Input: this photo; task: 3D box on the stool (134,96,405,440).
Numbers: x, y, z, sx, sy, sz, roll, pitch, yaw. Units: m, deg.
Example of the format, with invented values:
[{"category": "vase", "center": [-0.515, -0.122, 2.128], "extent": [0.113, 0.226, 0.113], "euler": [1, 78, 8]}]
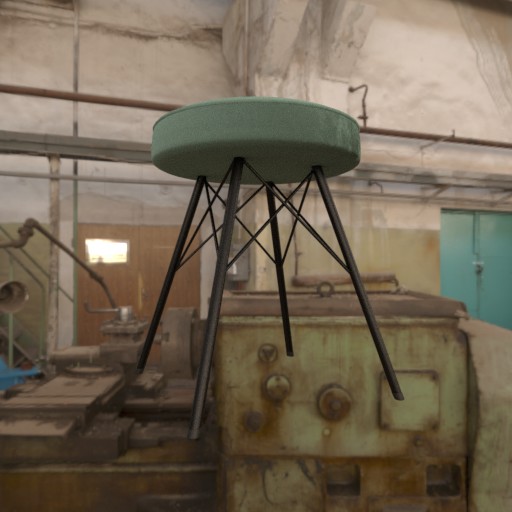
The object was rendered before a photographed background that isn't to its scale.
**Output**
[{"category": "stool", "center": [0.000, 0.000, 0.888], "extent": [0.458, 0.519, 0.457], "euler": [0, 0, -18]}]
